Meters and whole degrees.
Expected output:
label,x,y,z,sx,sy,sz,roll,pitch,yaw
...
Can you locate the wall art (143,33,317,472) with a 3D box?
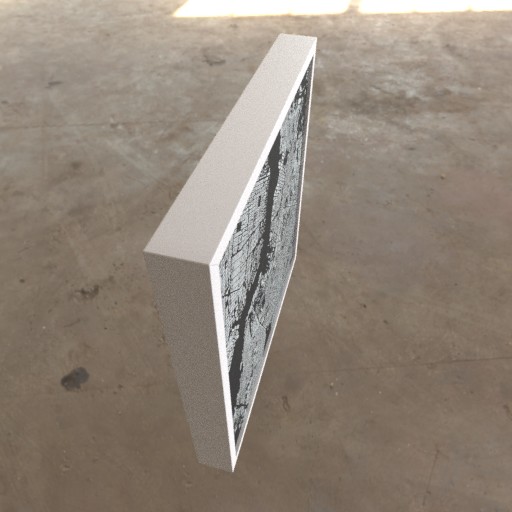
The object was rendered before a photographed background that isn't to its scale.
label,x,y,z,sx,sy,sz,roll,pitch,yaw
wall art,0.000,0.000,0.434,0.037,0.305,0.305,11,47,11
